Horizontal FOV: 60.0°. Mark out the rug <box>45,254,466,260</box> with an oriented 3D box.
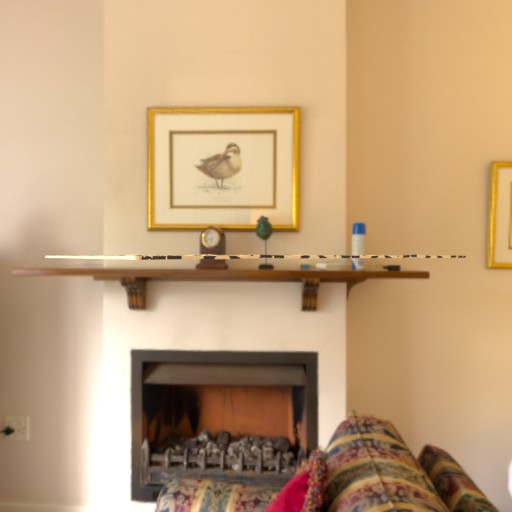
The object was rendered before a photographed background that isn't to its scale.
[{"bbox_3d":[0.000,0.000,4.338,3.369,0.036,2.444,0,0,-36],"label":"rug"}]
